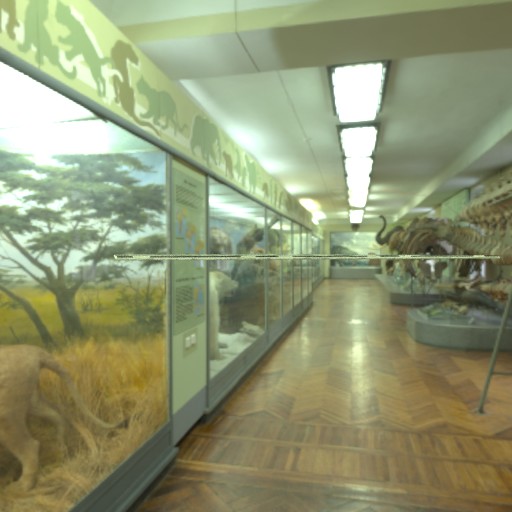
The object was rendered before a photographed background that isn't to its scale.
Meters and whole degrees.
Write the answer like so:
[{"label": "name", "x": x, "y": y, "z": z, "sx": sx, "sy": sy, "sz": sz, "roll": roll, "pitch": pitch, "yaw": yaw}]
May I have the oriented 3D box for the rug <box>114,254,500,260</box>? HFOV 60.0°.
[{"label": "rug", "x": 0.000, "y": 0.000, "z": 4.045, "sx": 2.466, "sy": 0.021, "sz": 3.049, "roll": 0, "pitch": 0, "yaw": -18}]
